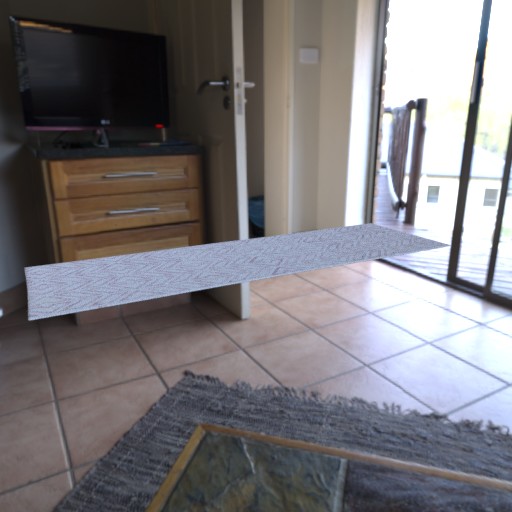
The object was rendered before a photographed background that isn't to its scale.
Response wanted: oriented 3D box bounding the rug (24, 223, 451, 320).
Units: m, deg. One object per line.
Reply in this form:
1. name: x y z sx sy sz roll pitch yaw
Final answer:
1. rug: 0.000 0.000 2.615 2.435 0.009 0.750 -8 18 -27
